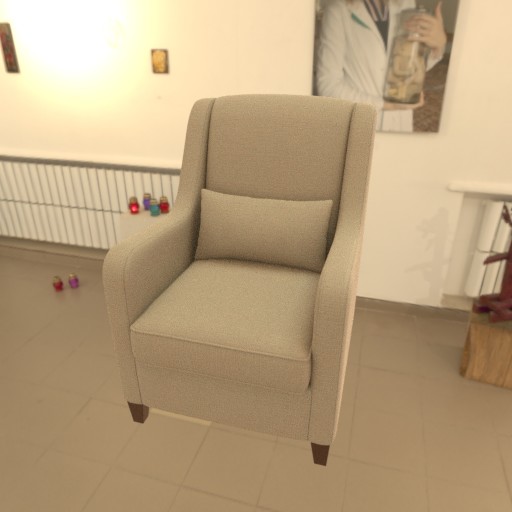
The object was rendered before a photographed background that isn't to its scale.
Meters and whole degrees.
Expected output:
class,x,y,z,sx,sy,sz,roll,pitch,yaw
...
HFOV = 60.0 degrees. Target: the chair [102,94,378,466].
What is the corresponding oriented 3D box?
class,x,y,z,sx,sy,sz,roll,pitch,yaw
chair,0.000,0.000,1.586,0.715,1.017,0.896,7,27,14
